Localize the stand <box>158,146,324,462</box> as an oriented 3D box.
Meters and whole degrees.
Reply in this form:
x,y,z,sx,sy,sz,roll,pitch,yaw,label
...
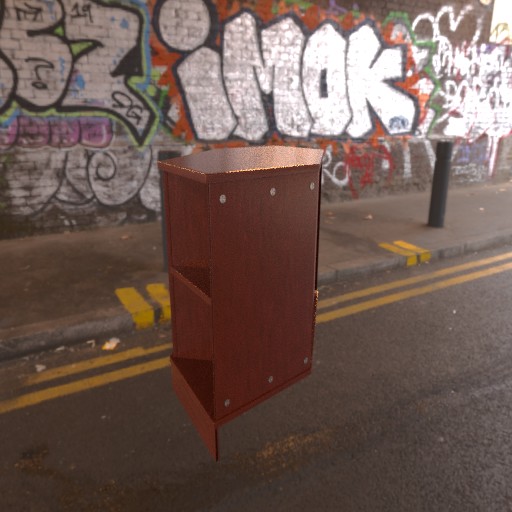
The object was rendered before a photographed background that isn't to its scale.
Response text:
x,y,z,sx,sy,sz,roll,pitch,yaw,label
0.000,0.000,1.371,0.381,0.614,1.072,3,17,9,stand
